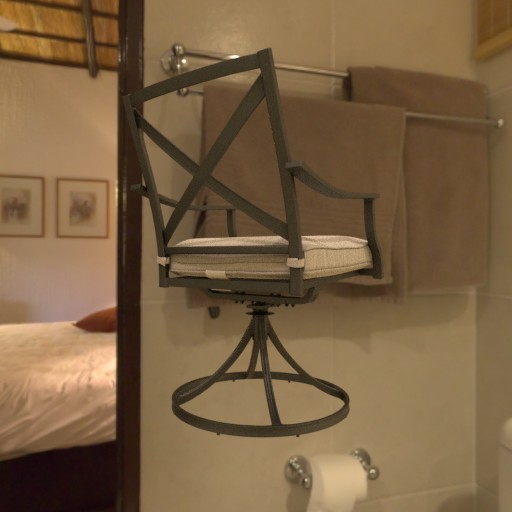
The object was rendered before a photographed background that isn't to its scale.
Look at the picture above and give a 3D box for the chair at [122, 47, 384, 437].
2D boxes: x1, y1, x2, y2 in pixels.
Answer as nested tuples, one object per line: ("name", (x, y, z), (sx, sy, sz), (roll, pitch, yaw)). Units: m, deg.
("chair", (0.000, 0.000, 1.314), (0.575, 0.889, 0.620), (0, 0, 36))
